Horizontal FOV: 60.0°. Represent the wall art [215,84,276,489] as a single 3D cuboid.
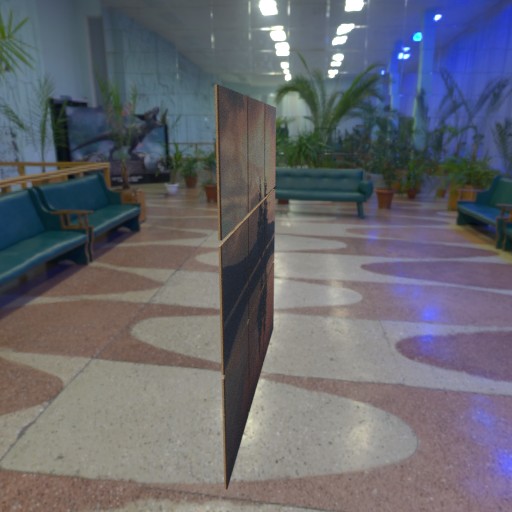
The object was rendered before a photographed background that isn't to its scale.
[{"bbox_3d":[0.000,0.000,2.294,0.013,1.525,1.520,3,16,9],"label":"wall art"}]
